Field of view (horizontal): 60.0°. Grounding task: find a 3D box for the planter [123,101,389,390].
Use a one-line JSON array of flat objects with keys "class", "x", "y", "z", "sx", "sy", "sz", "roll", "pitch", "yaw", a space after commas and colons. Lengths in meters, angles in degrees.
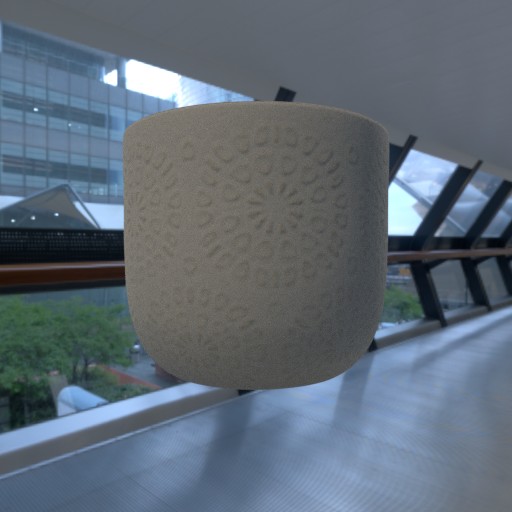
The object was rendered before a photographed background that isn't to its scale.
[{"class": "planter", "x": 0.000, "y": 0.000, "z": 0.216, "sx": 0.124, "sy": 0.109, "sz": 0.124, "roll": 0, "pitch": 0, "yaw": 0}]
